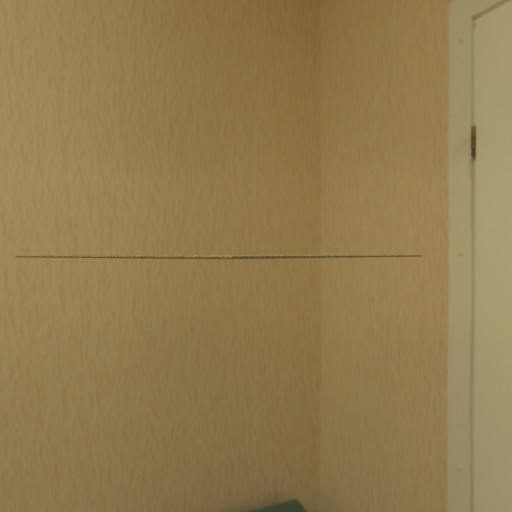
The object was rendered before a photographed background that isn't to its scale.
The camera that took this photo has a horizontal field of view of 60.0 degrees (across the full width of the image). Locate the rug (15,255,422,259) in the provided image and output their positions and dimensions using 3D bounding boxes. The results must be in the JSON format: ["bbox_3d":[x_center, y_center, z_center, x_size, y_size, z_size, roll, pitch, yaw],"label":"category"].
[{"bbox_3d":[0.000,0.000,2.997,1.540,0.012,2.448,0,0,35],"label":"rug"}]
